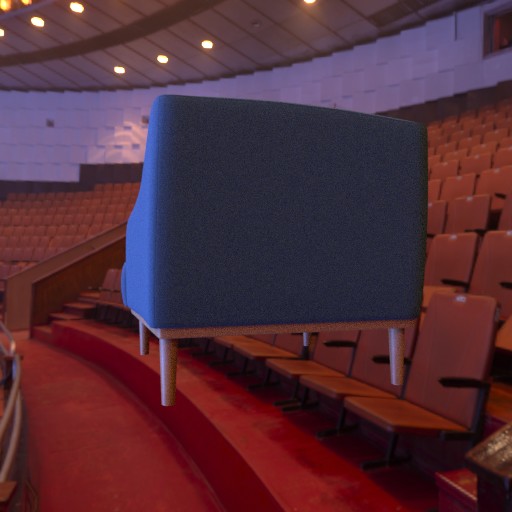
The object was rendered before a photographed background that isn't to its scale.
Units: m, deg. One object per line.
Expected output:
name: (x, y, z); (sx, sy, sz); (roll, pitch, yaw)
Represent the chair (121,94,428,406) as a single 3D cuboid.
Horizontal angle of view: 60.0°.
chair: (0.000, 0.000, 1.638); (0.946, 0.818, 0.951); (1, -2, -17)
